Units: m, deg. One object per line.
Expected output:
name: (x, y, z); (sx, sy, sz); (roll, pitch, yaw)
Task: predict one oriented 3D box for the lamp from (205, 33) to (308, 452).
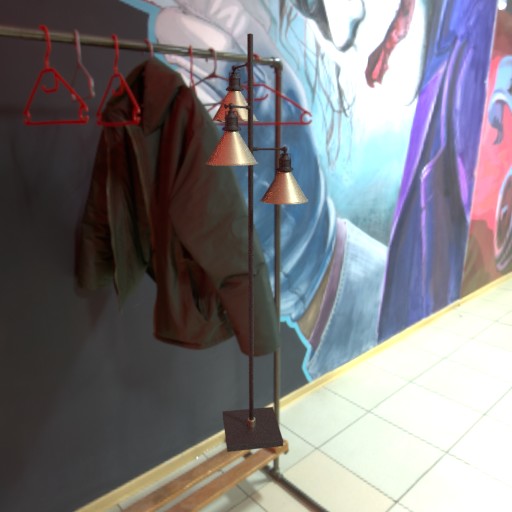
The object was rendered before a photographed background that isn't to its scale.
lamp: (0.000, 0.000, 1.888); (0.415, 1.716, 0.428); (-2, 16, -9)
